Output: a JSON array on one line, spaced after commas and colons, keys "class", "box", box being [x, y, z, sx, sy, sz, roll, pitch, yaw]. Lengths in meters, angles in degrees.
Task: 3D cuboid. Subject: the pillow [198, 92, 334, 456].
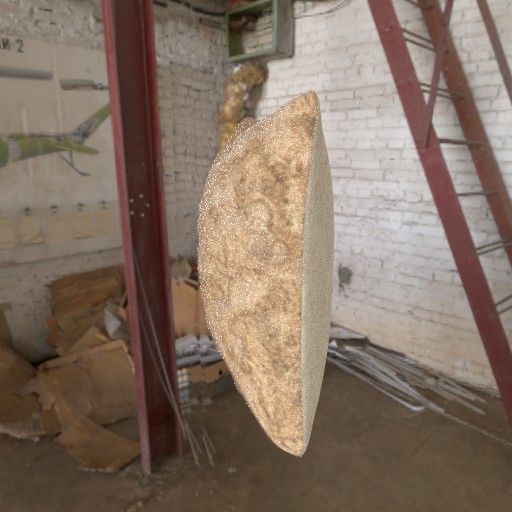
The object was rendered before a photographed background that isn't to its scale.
[{"class": "pillow", "box": [0.000, 0.000, 0.818, 0.216, 0.525, 0.538, -2, 14, -9]}]
